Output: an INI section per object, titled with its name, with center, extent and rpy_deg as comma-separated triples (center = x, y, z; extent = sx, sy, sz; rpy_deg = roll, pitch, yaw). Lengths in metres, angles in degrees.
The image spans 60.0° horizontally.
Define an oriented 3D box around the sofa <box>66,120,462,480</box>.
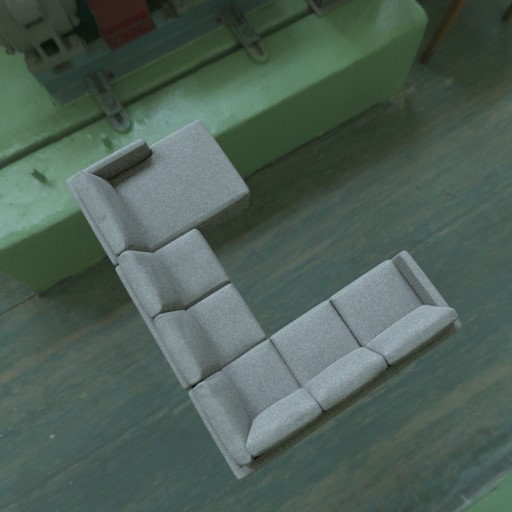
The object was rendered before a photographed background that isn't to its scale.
[sofa]
center = 0.000, 0.000, 4.681
extent = 2.593, 0.959, 3.460
rpy_deg = -32, 78, -8
